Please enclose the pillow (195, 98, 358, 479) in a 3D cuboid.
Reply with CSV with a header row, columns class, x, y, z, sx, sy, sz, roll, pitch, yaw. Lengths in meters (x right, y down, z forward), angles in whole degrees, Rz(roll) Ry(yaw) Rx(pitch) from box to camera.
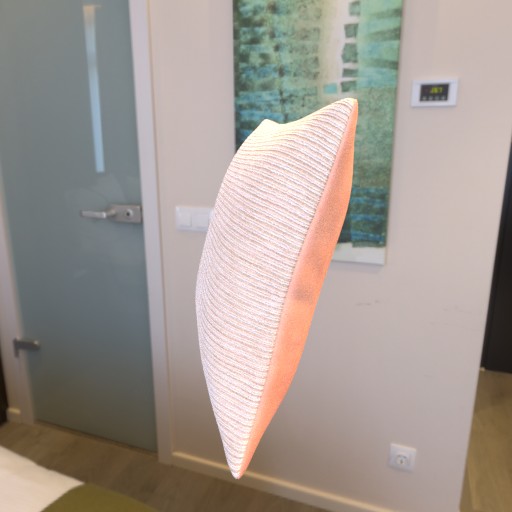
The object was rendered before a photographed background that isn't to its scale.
class,x,y,z,sx,sy,sz,roll,pitch,yaw
pillow,0.000,0.000,0.647,0.177,0.401,0.424,-2,15,-9
